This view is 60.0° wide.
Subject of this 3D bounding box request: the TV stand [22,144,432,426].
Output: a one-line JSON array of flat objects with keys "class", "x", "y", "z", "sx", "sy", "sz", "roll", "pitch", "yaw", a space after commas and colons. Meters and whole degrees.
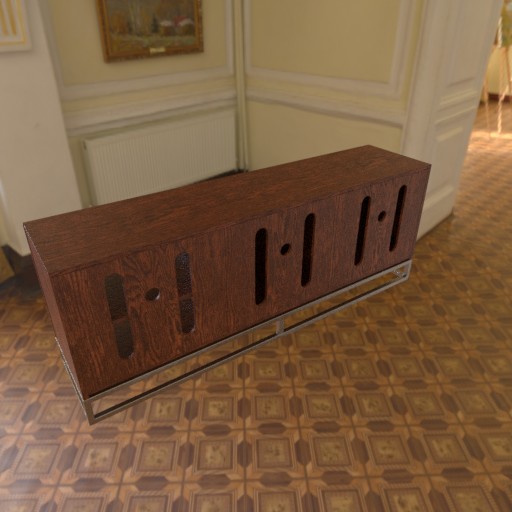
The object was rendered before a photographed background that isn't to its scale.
[{"class": "TV stand", "x": 0.000, "y": 0.000, "z": 1.784, "sx": 1.541, "sy": 0.578, "sz": 0.382, "roll": -19, "pitch": 35, "yaw": -29}]
